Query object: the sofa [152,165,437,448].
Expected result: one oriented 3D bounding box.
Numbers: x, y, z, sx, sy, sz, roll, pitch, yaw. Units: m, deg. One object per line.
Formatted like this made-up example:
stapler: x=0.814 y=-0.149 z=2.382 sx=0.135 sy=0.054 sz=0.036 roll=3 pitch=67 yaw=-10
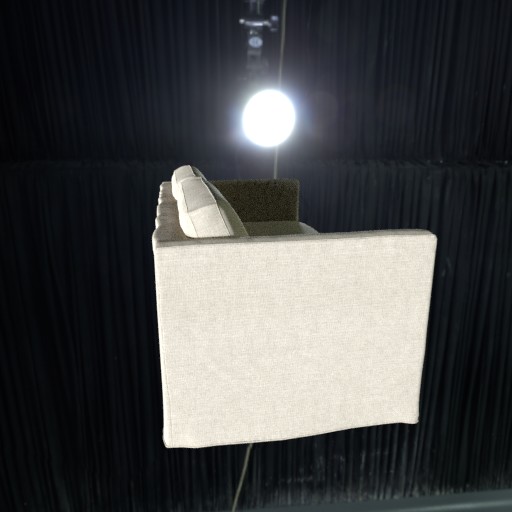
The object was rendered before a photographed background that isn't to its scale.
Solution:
sofa: x=0.000 y=0.000 z=2.264 sx=0.956 sy=0.828 sz=1.766 roll=-3 pitch=16 yaw=-10
